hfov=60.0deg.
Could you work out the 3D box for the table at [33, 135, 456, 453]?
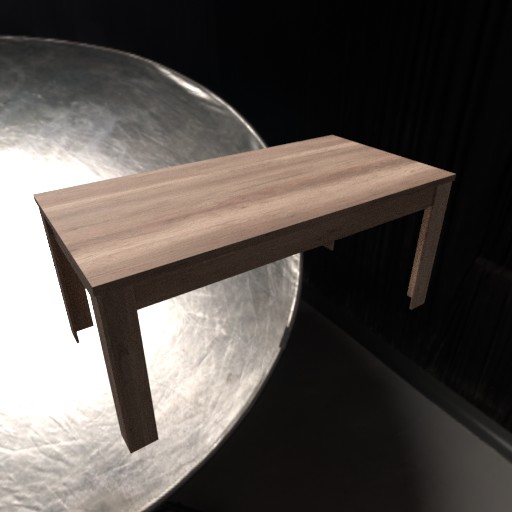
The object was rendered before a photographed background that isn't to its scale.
[{"bbox_3d":[0.000,0.000,2.291,1.800,0.790,0.900,-19,35,-29],"label":"table"}]
